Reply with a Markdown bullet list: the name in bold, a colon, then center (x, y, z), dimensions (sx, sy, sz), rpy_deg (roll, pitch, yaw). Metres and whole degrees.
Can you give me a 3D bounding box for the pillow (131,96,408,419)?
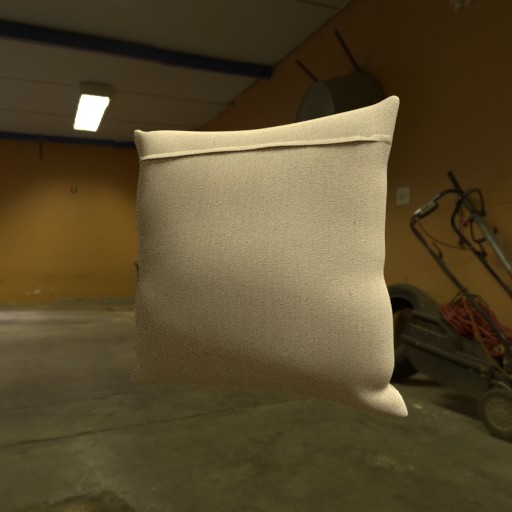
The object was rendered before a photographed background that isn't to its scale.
- **pillow**: center (0.000, 0.000, 0.680), dimensions (0.440, 0.441, 0.182), rpy_deg (0, 0, 20)
